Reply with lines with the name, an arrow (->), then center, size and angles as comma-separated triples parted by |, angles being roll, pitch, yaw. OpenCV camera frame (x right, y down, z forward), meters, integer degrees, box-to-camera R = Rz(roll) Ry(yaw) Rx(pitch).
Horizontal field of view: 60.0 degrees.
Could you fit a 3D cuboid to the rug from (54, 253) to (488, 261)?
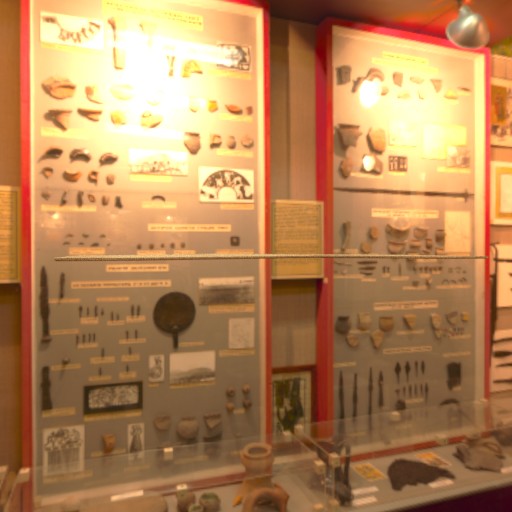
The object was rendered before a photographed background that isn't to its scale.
rug -> 0.000, 0.000, 2.938 | 2.283, 0.030, 1.596 | 0, 1, -18
